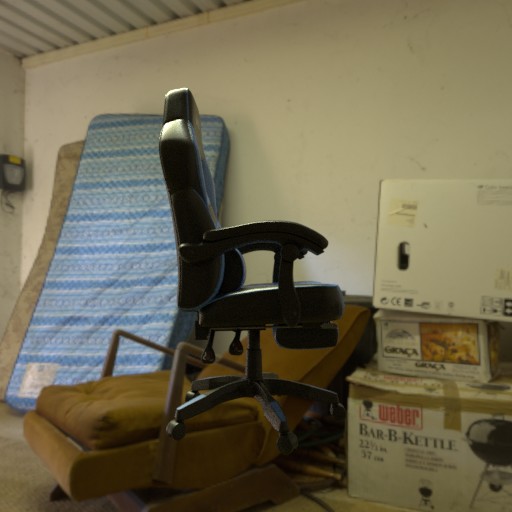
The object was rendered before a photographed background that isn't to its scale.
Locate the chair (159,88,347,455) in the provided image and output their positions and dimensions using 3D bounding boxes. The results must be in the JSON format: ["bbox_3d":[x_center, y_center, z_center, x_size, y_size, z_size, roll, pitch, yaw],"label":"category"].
[{"bbox_3d":[0.000,0.000,1.758,0.700,1.280,0.700,0,-2,0],"label":"chair"}]
